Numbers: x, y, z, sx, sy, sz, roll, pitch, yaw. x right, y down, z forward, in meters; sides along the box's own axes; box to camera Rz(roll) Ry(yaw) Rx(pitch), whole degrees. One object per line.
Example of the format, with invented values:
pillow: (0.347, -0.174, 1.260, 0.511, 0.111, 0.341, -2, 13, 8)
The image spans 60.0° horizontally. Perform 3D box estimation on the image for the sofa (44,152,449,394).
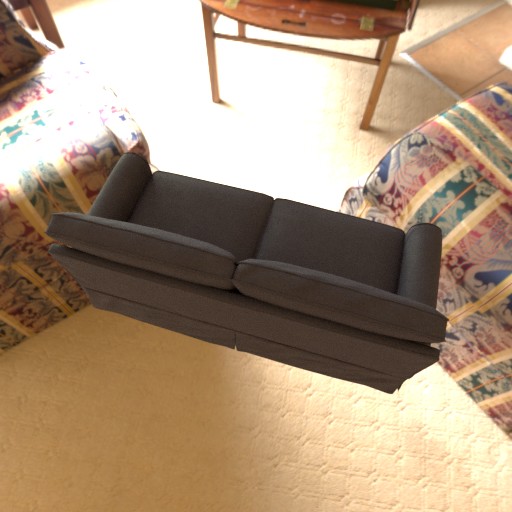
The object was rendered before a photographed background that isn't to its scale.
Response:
sofa: (0.000, 0.000, 2.857, 2.256, 1.094, 0.983, 15, 63, 8)
